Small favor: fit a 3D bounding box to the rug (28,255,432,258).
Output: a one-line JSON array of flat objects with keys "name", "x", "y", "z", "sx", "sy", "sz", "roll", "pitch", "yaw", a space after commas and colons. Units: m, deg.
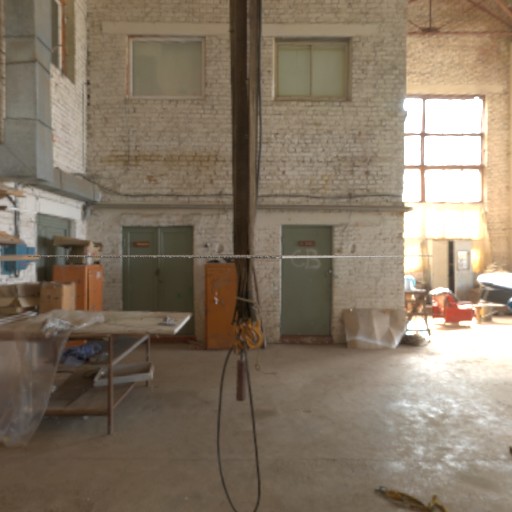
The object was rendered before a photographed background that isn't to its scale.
[{"name": "rug", "x": 0.000, "y": 0.000, "z": 3.962, "sx": 2.312, "sy": 0.013, "sz": 2.940, "roll": 0, "pitch": 0, "yaw": 36}]
